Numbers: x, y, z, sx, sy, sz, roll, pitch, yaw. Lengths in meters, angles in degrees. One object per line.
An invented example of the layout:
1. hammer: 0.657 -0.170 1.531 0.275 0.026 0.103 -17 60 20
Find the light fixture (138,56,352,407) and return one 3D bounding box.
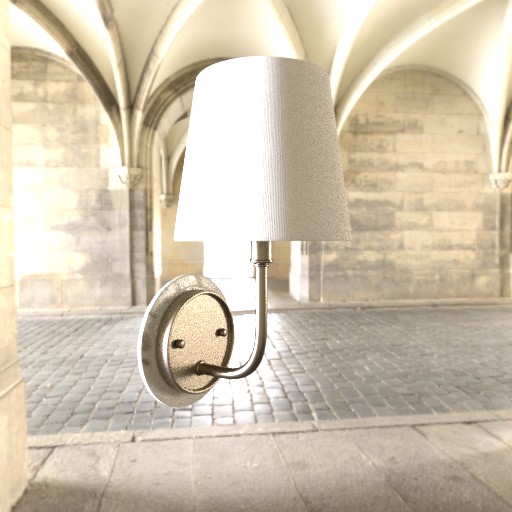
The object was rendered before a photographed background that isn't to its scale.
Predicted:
1. light fixture: 0.000 0.000 0.441 0.188 0.337 0.168 1 3 35
